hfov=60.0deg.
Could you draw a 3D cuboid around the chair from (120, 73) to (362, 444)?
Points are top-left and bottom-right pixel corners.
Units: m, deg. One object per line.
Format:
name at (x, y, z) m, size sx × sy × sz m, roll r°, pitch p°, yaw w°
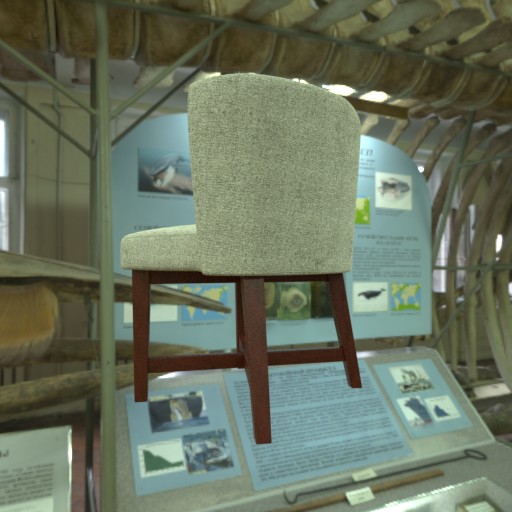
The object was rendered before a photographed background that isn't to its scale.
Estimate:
chair at (0.000, 0.000, 1.313) m, size 0.575 × 0.827 × 0.728 m, roll 0°, pitch -1°, yaw 35°
